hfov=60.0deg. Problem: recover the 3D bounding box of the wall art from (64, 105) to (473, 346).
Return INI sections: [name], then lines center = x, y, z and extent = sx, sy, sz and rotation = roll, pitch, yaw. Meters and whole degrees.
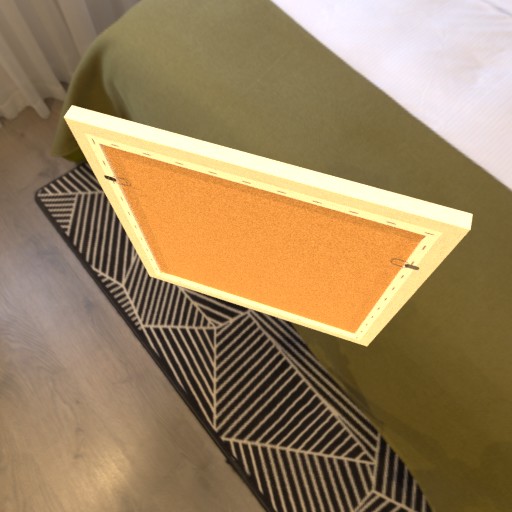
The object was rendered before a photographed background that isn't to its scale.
[wall art]
center = 0.000, 0.000, 1.517
extent = 1.016, 1.016, 0.045
rotation = 17, 65, 8
